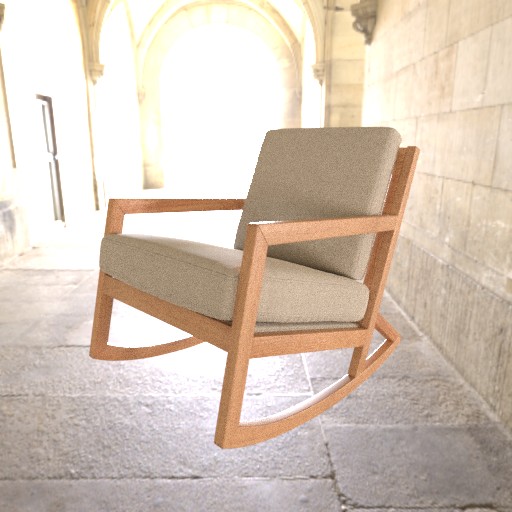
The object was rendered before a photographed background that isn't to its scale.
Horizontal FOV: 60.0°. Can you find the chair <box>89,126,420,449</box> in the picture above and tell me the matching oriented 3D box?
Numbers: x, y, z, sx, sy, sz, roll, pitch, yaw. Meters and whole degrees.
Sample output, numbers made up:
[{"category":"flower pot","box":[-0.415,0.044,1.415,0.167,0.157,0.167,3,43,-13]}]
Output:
[{"category":"chair","box":[0.000,0.000,1.396,0.622,0.790,0.857,14,20,42]}]
